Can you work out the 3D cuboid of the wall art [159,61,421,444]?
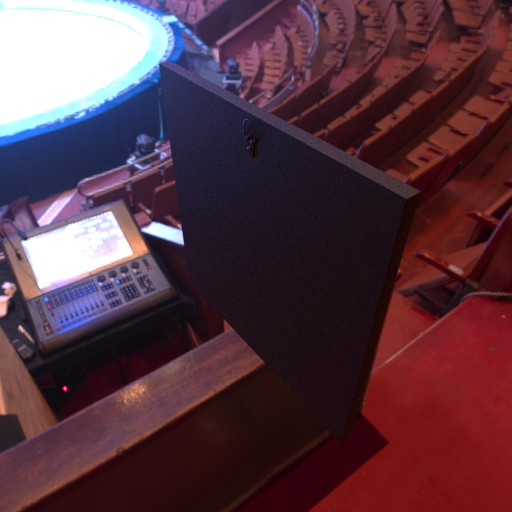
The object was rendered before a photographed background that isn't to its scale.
[{"bbox_3d":[0.000,0.000,1.199,0.043,0.807,0.805,-27,48,-27],"label":"wall art"}]
